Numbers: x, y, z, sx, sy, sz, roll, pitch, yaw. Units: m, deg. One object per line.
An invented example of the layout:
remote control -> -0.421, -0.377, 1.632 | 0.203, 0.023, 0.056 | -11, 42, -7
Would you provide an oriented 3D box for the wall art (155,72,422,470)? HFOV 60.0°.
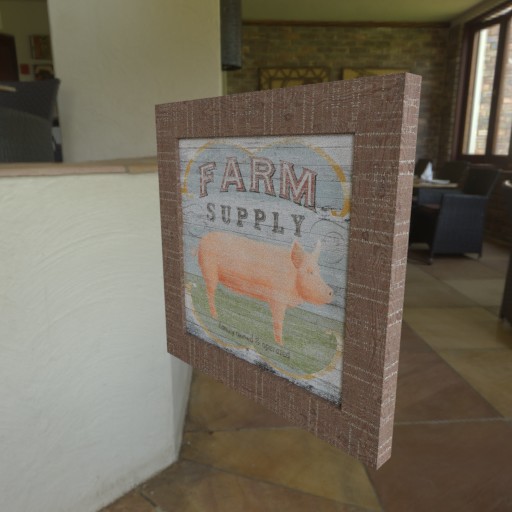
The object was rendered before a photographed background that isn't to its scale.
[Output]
wall art -> 0.000, 0.000, 0.768 | 0.040, 0.531, 0.531 | -13, 19, -43
